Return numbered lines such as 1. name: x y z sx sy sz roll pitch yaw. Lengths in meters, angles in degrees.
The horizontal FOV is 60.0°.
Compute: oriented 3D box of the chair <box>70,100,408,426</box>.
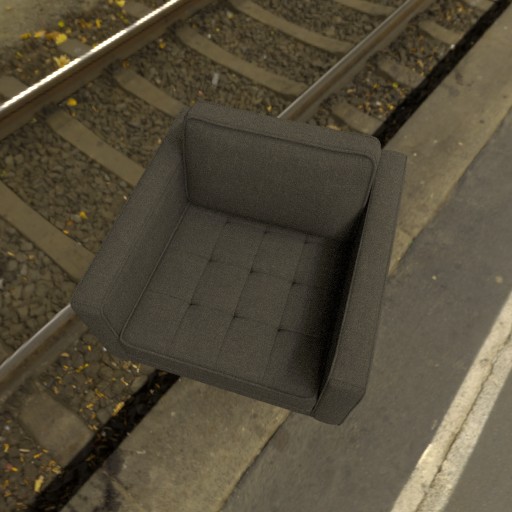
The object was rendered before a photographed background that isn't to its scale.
1. chair: 0.000 0.000 1.610 0.899 0.770 0.919 15 59 9
